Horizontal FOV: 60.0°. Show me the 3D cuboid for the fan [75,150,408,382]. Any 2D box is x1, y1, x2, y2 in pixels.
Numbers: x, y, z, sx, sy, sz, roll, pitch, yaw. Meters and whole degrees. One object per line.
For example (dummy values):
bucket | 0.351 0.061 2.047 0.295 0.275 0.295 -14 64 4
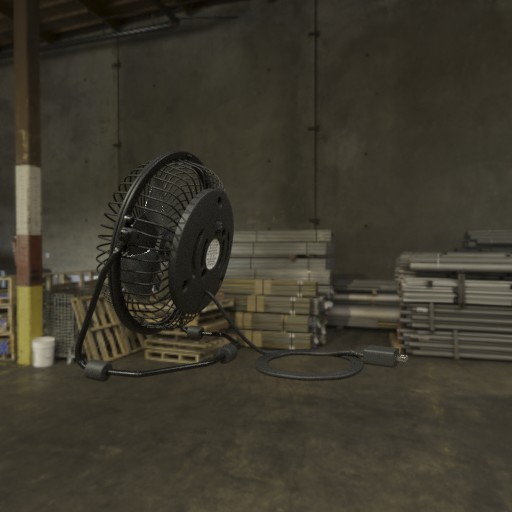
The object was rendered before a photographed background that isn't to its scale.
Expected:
fan | 0.000 0.000 0.309 0.202 0.152 0.153 0 1 18
